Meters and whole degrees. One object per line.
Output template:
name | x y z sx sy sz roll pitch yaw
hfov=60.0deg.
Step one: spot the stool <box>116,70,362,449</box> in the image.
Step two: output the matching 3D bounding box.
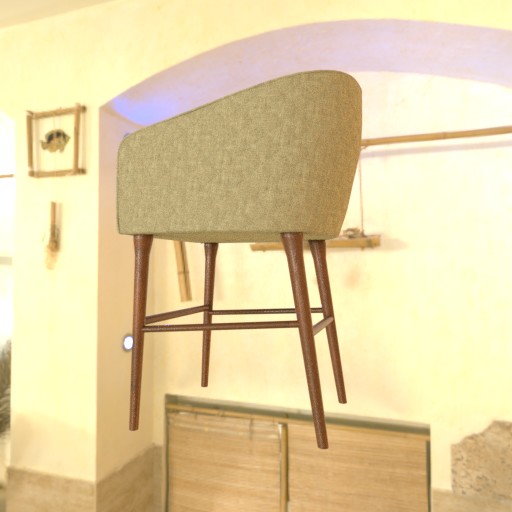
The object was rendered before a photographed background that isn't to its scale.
stool | 0.000 0.000 1.348 0.635 0.952 0.559 0 -1 18
